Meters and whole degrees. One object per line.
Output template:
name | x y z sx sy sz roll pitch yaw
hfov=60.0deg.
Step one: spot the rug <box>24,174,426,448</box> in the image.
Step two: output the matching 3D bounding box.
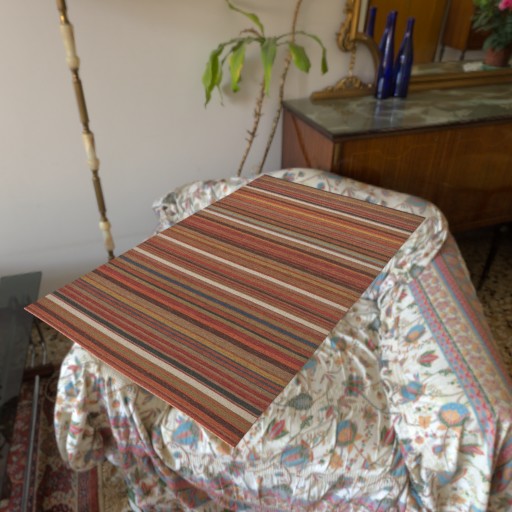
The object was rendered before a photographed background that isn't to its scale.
rug | 0.000 0.000 2.990 1.523 0.008 2.438 21 38 29
